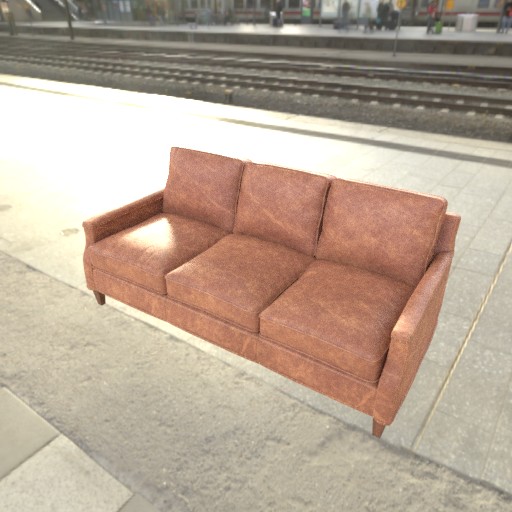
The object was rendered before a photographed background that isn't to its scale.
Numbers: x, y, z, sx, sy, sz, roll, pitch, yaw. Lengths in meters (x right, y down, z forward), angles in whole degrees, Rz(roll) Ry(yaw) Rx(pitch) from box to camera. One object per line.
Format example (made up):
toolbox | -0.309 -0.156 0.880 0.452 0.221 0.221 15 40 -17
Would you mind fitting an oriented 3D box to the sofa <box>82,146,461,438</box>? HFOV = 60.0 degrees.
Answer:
sofa | 0.000 0.000 2.872 2.246 1.003 1.084 18 34 29
